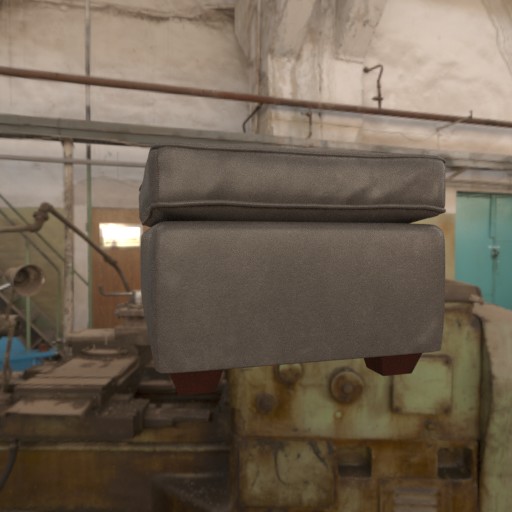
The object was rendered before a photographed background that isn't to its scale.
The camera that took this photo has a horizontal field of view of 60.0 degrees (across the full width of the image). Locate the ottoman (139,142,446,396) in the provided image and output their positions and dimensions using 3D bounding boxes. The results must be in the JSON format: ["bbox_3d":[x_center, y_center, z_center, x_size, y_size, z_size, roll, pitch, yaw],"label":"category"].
[{"bbox_3d":[0.000,0.000,1.108,0.554,0.445,0.756,-1,2,-16],"label":"ottoman"}]
